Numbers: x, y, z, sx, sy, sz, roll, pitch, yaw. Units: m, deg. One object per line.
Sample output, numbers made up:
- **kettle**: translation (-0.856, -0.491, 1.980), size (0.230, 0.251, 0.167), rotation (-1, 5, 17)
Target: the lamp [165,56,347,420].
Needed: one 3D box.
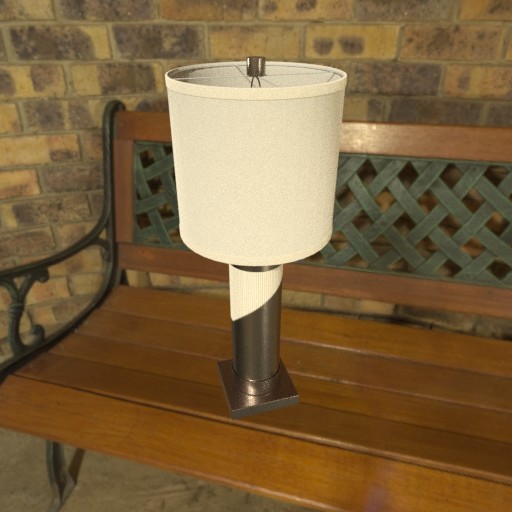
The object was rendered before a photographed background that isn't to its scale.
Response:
- **lamp**: translation (0.000, 0.000, 0.619), size (0.202, 0.509, 0.202), rotation (-8, 31, -14)
